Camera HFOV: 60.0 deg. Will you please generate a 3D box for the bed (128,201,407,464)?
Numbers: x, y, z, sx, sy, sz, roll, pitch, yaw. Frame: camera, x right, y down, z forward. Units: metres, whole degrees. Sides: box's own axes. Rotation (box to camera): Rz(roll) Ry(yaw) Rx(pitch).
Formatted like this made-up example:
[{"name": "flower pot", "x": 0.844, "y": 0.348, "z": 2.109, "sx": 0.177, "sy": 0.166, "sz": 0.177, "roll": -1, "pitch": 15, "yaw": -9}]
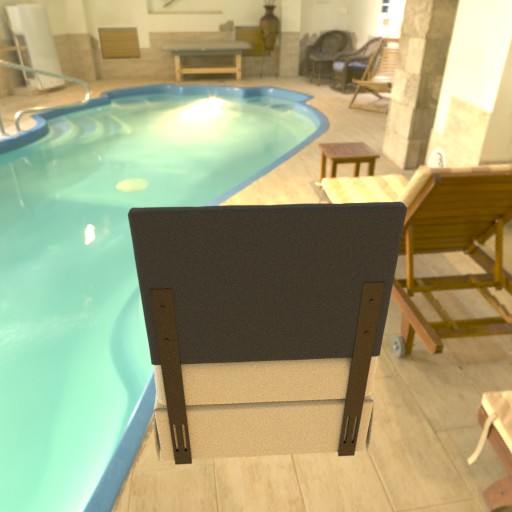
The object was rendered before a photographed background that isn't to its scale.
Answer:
[{"name": "bed", "x": 0.000, "y": 0.000, "z": 3.010, "sx": 1.261, "sy": 1.571, "sz": 1.997, "roll": -2, "pitch": 30, "yaw": -3}]
